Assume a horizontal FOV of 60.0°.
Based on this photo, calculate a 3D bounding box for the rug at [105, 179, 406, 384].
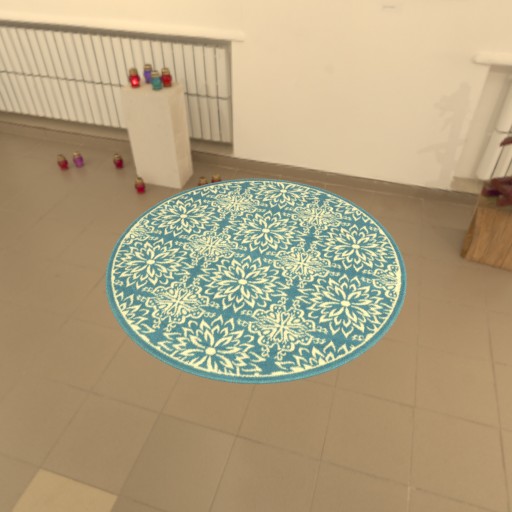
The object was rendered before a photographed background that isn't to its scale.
[{"bbox_3d":[0.000,0.000,2.419,1.593,0.012,1.593,0,41,0],"label":"rug"}]
